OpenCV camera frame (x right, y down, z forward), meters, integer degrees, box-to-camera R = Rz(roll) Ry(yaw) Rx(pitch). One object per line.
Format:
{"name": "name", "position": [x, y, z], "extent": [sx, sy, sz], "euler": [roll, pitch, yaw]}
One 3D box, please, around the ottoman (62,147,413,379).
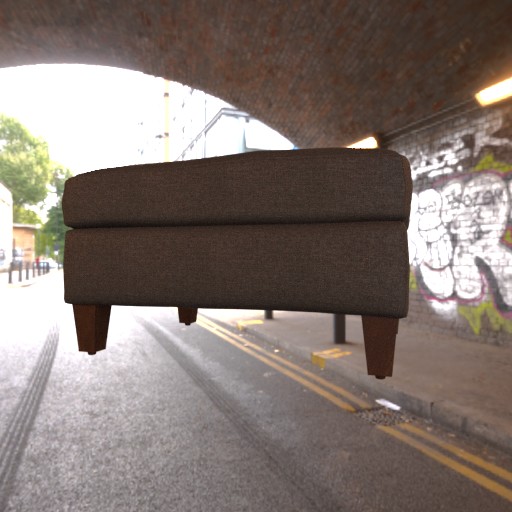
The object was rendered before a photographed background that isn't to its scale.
{"name": "ottoman", "position": [0.000, 0.000, 1.243], "extent": [0.826, 0.496, 0.639], "euler": [0, 0, 19]}
